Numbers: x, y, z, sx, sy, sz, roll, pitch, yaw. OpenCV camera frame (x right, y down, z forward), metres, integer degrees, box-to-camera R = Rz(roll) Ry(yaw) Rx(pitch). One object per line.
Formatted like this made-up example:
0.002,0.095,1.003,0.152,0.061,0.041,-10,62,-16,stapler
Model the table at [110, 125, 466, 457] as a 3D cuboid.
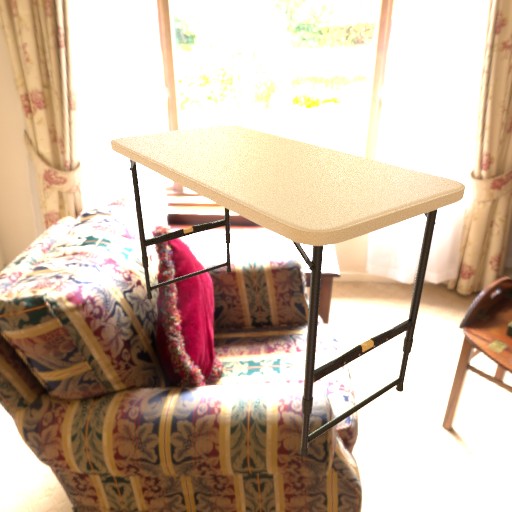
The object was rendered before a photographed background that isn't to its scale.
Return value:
0.000,0.000,1.651,0.610,0.737,1.219,-18,31,-32,table
